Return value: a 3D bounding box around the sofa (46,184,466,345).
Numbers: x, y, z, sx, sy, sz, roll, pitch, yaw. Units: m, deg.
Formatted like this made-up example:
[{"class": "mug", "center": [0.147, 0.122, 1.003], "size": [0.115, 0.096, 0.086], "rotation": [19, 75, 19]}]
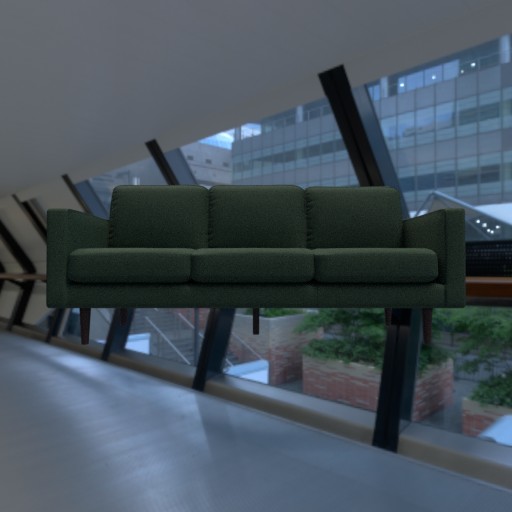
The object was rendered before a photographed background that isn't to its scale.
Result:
[{"class": "sofa", "center": [0.000, 0.000, 2.534], "size": [2.029, 0.899, 0.879], "rotation": [0, -1, 0]}]
